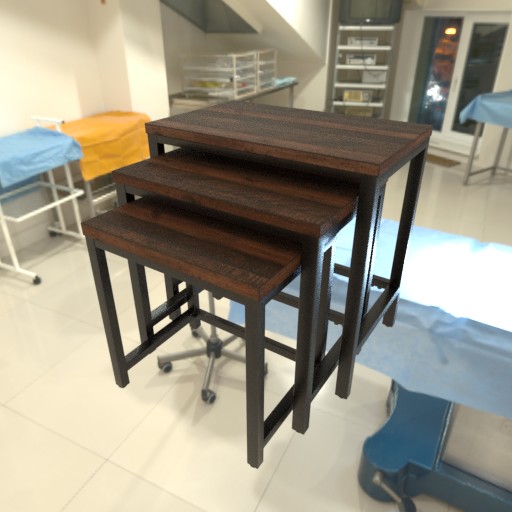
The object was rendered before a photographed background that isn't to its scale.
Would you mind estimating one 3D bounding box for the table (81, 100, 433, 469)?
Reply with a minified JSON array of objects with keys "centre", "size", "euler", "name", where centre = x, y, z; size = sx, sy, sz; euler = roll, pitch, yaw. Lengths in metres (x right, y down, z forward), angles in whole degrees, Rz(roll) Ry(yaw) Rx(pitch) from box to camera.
[{"centre":[0.000,0.000,1.144],"size":[0.608,0.616,0.660],"euler":[18,34,29],"name":"table"}]
